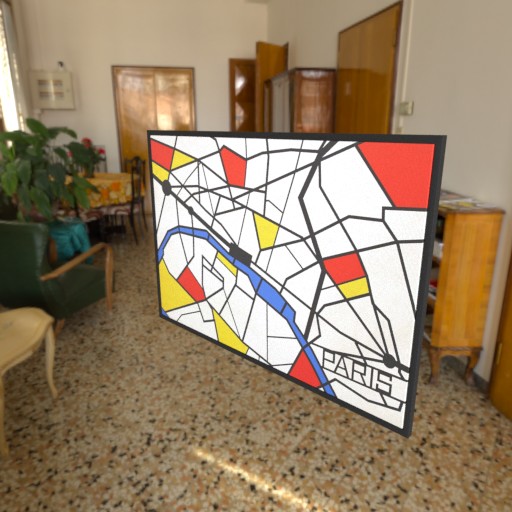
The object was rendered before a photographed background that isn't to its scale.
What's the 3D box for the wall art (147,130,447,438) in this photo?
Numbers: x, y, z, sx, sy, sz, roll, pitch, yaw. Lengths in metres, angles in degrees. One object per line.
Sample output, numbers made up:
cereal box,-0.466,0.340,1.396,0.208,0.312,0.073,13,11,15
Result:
wall art,0.000,0.000,0.851,0.664,0.458,0.013,15,22,41
